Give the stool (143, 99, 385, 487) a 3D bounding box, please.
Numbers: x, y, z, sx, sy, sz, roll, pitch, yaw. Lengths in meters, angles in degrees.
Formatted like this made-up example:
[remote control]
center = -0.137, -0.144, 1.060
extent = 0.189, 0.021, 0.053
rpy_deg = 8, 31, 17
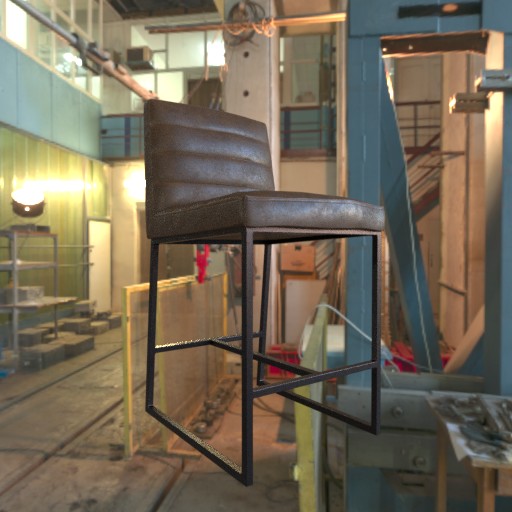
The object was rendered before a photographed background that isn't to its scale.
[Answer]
[stool]
center = 0.000, 0.000, 1.245
extent = 0.463, 0.942, 0.562
rpy_deg = -1, 1, -37
